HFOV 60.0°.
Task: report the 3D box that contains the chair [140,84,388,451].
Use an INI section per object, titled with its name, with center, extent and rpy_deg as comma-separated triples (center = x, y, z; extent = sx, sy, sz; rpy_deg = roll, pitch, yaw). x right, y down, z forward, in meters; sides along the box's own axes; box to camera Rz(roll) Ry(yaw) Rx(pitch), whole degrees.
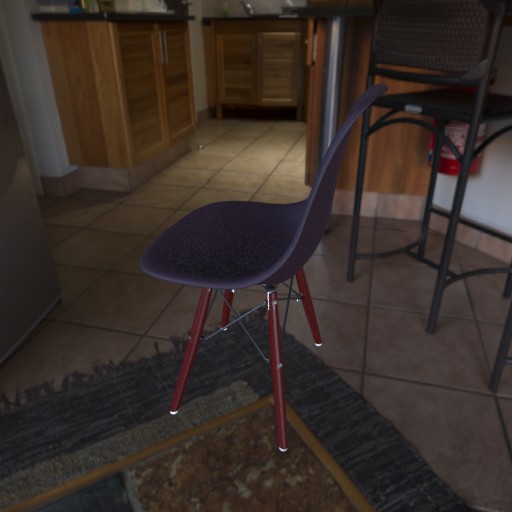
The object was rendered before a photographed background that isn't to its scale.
[chair]
center = 0.000, 0.000, 1.122
extent = 0.533, 0.826, 0.470
rpy_deg = 8, 30, 15
